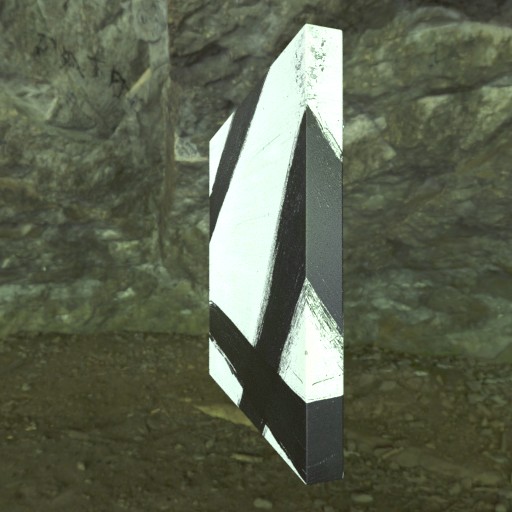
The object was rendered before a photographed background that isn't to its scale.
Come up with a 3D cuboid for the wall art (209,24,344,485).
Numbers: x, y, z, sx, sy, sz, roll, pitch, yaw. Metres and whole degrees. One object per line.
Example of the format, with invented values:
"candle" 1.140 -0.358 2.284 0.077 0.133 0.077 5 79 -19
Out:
"wall art" 0.000 0.000 0.732 0.050 0.508 0.507 0 -1 -18
